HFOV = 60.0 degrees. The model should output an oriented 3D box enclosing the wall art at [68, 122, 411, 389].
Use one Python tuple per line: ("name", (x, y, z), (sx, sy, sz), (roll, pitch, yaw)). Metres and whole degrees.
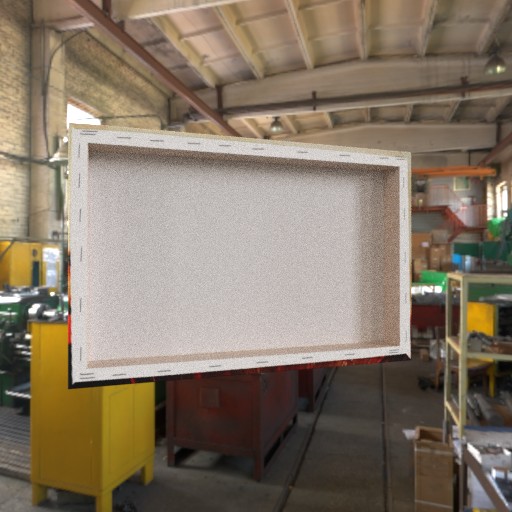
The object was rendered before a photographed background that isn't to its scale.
("wall art", (0.000, 0.000, 0.492), (0.383, 0.251, 0.037), (0, 0, -18))
